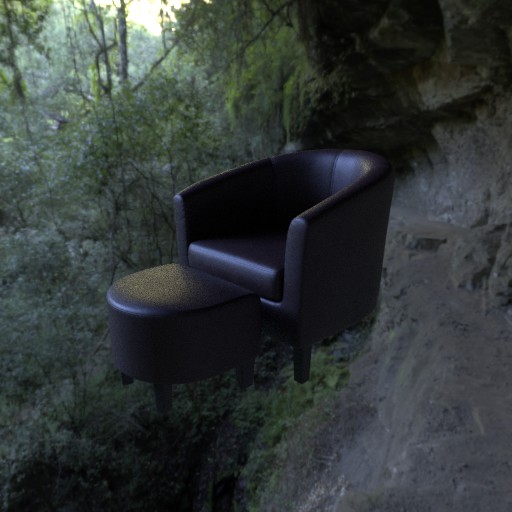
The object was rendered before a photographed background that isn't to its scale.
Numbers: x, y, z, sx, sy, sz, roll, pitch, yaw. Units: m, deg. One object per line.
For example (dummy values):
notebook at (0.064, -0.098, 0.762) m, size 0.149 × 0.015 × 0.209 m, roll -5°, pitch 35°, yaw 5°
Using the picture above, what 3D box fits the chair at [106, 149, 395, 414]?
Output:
chair at (0.000, 0.000, 1.697) m, size 1.176 × 0.755 × 0.737 m, roll -15°, pitch 22°, yaw -42°
